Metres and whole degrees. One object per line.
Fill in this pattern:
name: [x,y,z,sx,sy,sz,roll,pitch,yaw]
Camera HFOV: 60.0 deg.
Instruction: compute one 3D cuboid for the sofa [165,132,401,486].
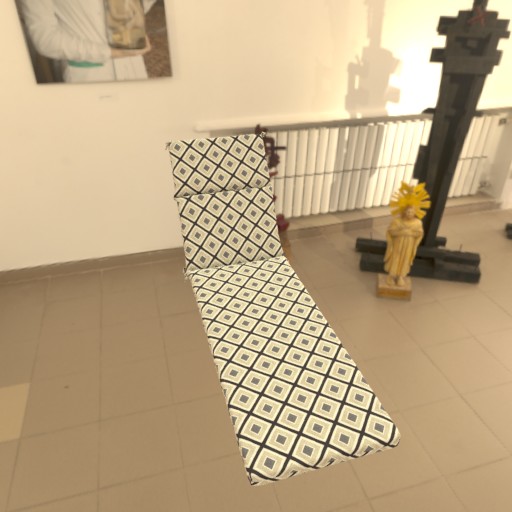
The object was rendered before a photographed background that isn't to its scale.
sofa: [0.000,0.000,1.930,0.582,0.622,1.663,-9,33,-14]
